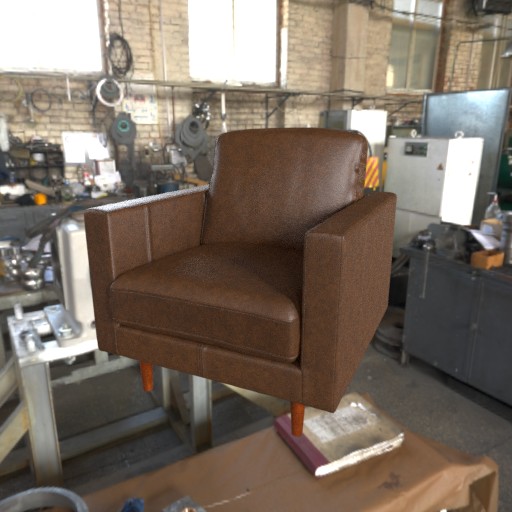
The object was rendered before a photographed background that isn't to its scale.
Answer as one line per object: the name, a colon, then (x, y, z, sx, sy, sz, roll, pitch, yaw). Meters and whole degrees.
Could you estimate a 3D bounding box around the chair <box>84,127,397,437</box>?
chair: (0.000, 0.000, 1.709, 0.890, 0.956, 0.909, 7, 17, 24)
